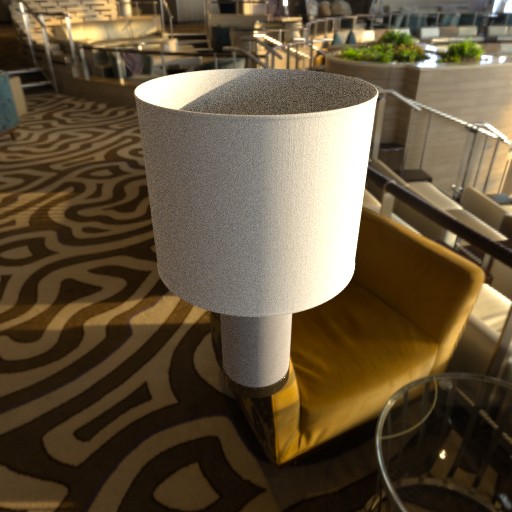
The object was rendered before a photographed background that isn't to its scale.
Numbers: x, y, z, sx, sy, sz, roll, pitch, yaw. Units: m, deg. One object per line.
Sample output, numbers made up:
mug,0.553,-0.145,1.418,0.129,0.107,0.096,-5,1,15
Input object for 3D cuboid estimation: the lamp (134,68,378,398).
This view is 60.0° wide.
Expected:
lamp,0.000,0.000,0.524,0.229,0.380,0.229,0,31,0
